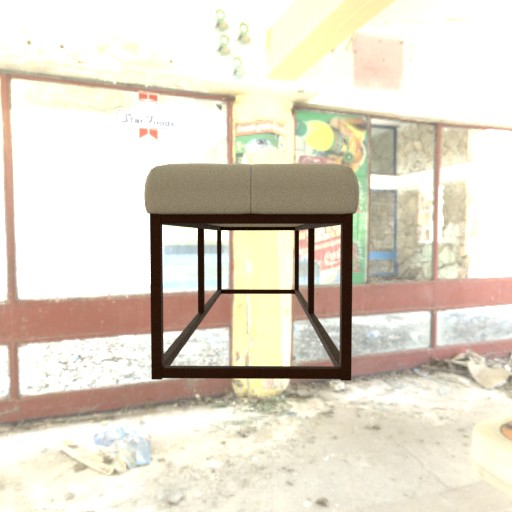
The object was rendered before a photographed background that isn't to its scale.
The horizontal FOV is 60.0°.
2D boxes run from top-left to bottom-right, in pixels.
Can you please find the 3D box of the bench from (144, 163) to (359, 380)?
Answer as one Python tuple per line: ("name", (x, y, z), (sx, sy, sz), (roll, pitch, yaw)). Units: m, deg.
("bench", (0.000, 0.000, 1.711), (0.479, 0.488, 1.488), (0, 3, 1))
